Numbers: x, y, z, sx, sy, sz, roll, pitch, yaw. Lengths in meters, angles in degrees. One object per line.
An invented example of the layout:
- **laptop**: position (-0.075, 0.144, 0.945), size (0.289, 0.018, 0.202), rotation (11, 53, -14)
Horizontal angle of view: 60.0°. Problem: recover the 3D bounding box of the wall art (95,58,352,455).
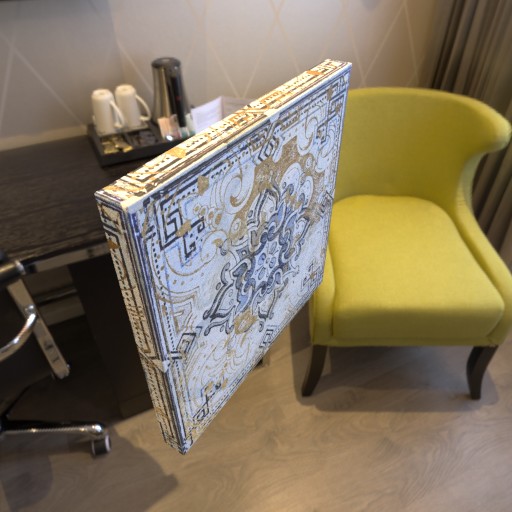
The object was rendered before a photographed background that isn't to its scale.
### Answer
- **wall art**: position (0.000, 0.000, 0.609), size (0.038, 0.410, 0.411), rotation (24, 46, 25)
